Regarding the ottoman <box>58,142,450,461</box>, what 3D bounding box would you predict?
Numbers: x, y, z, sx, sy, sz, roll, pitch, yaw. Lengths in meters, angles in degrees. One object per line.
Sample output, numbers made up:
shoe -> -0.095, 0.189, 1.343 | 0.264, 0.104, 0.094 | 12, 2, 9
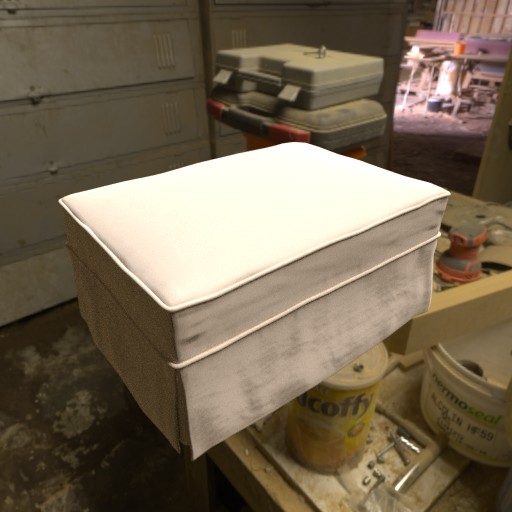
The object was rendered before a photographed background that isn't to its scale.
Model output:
ottoman -> 0.000, 0.000, 1.328 | 0.944, 0.479, 0.703 | -22, 37, -32
